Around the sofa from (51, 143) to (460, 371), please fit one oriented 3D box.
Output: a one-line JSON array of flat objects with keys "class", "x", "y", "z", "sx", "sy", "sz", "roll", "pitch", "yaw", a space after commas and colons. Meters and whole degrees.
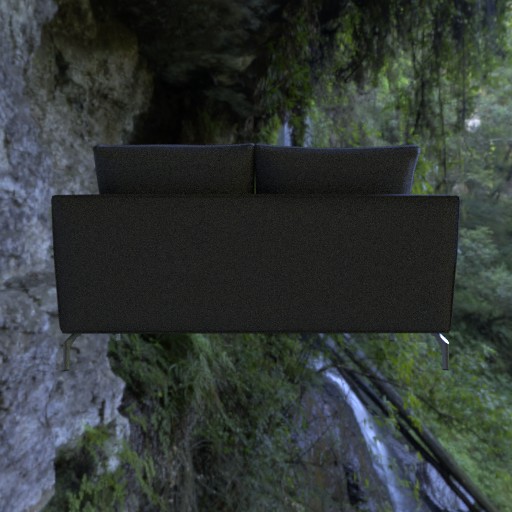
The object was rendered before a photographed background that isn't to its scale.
[{"class": "sofa", "x": 0.000, "y": 0.000, "z": 2.100, "sx": 1.594, "sy": 0.924, "sz": 0.803, "roll": 0, "pitch": -1, "yaw": 0}]
